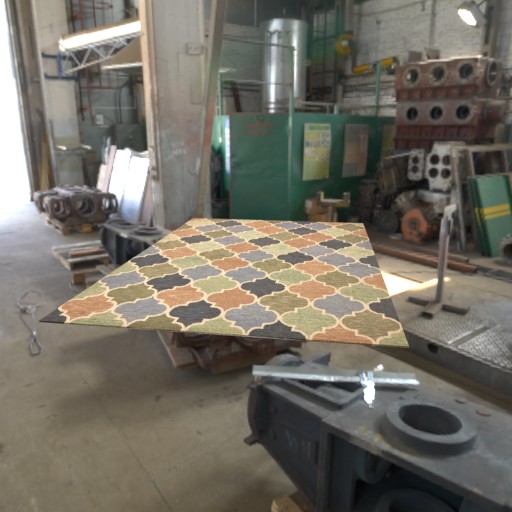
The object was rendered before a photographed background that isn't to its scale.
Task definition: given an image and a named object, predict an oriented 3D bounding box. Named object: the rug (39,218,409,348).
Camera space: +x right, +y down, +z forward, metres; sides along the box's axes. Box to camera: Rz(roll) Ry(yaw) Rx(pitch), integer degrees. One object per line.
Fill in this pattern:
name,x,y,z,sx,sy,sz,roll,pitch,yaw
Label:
rug,0.000,0.000,2.291,1.216,0.006,1.828,2,16,8
